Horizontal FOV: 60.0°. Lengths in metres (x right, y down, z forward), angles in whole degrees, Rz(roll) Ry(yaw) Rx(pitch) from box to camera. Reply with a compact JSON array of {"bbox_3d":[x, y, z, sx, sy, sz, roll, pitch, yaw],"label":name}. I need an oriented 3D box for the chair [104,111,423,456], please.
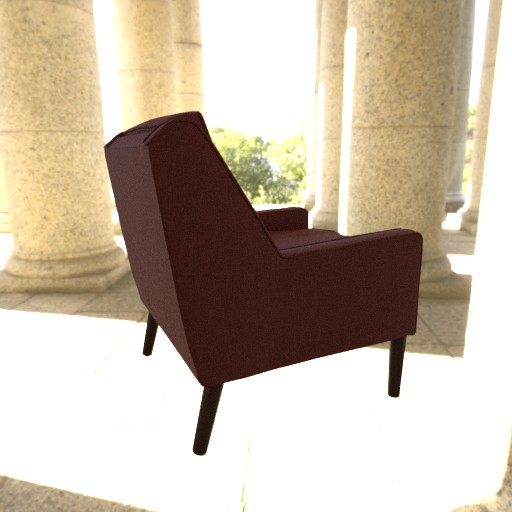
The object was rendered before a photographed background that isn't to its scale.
[{"bbox_3d":[0.000,0.000,1.367,0.770,0.812,0.680,-6,14,-25],"label":"chair"}]
